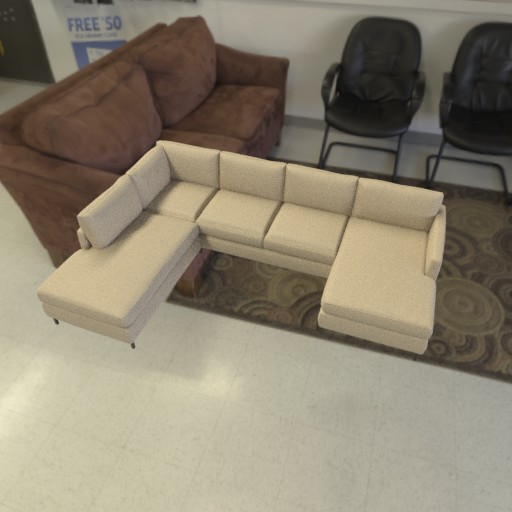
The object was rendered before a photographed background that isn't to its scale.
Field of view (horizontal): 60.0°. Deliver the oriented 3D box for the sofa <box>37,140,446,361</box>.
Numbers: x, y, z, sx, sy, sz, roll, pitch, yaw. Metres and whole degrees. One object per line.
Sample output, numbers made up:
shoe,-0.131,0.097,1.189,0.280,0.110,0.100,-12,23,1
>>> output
sofa,0.000,0.000,3.490,2.737,0.756,1.879,14,44,15
